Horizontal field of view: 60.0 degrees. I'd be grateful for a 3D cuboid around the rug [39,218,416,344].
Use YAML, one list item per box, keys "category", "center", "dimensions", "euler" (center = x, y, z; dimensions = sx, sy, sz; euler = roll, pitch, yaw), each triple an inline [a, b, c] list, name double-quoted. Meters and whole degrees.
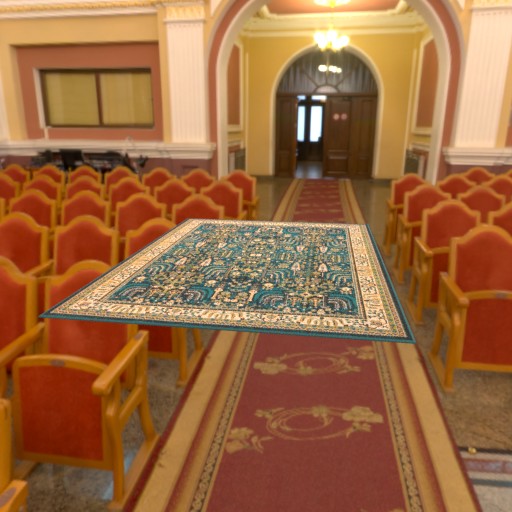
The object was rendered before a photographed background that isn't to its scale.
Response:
- category: "rug"
  center: [0.000, 0.000, 3.993]
  dimensions: [2.226, 0.015, 3.044]
  euler: [3, 16, 9]
